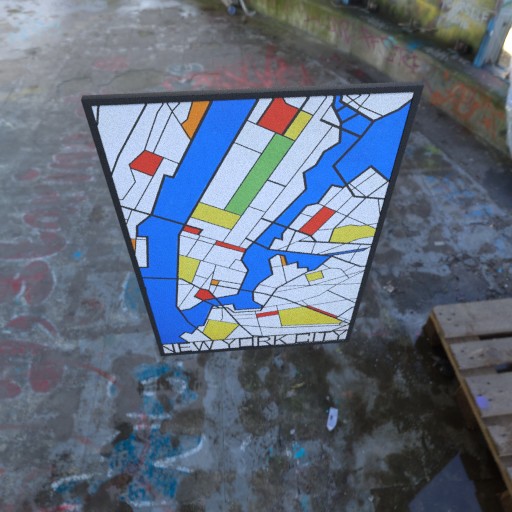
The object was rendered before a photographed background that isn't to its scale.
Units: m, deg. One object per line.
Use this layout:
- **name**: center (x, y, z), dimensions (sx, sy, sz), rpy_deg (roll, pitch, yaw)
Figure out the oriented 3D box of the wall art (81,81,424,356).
- **wall art**: center (0.000, 0.000, 0.839), dimensions (0.460, 0.660, 0.013), rpy_deg (-4, 48, -3)
